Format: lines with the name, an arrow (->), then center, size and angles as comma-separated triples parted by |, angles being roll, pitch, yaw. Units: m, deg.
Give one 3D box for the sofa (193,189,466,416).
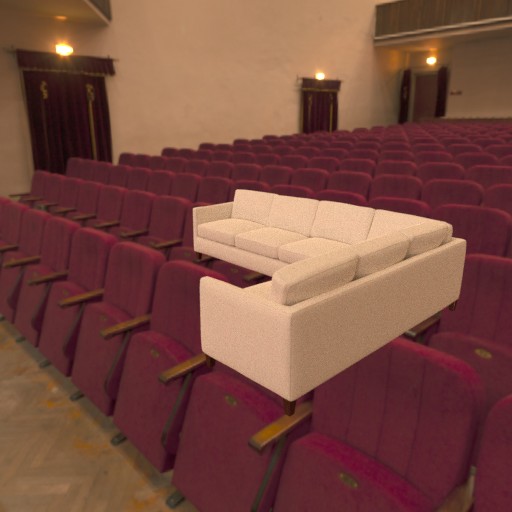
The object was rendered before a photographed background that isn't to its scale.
sofa -> 0.000, 0.000, 4.647 | 2.593, 0.947, 3.302 | -15, 22, -41
